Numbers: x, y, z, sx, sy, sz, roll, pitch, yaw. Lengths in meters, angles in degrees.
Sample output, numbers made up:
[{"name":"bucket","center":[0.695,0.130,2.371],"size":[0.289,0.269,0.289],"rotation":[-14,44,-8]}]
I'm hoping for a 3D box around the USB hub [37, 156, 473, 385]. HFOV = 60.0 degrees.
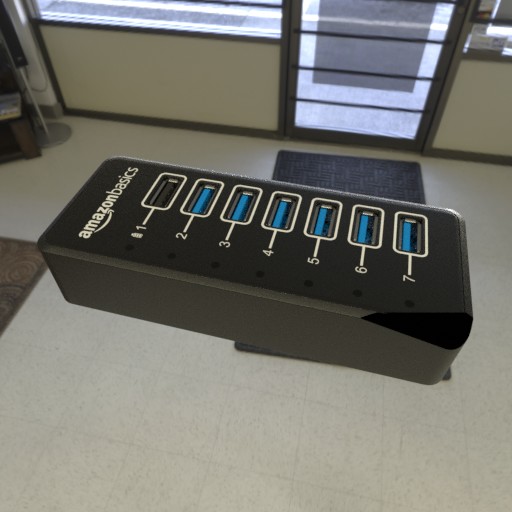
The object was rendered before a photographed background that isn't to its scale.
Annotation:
[{"name":"USB hub","center":[0.000,0.000,0.128],"size":[0.110,0.023,0.044],"rotation":[11,48,10]}]
